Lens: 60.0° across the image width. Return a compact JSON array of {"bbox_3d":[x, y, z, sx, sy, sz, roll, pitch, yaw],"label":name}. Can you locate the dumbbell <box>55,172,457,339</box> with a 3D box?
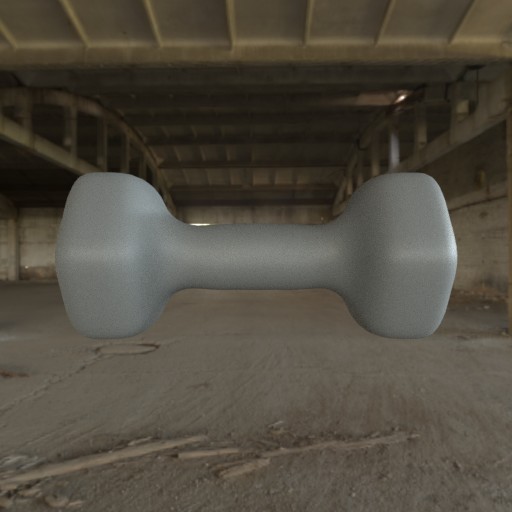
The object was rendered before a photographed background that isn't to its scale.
[{"bbox_3d":[0.000,0.000,0.228,0.184,0.081,0.090,0,0,0],"label":"dumbbell"}]
